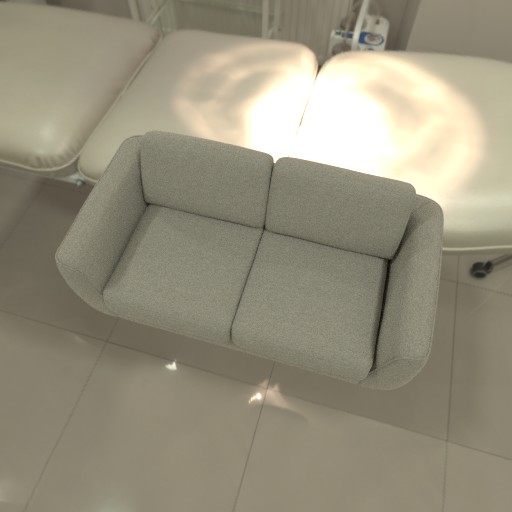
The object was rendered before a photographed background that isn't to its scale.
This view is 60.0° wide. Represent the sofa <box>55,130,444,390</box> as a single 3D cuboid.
[{"bbox_3d":[0.000,0.000,2.233,1.700,0.850,0.920,14,59,8],"label":"sofa"}]
